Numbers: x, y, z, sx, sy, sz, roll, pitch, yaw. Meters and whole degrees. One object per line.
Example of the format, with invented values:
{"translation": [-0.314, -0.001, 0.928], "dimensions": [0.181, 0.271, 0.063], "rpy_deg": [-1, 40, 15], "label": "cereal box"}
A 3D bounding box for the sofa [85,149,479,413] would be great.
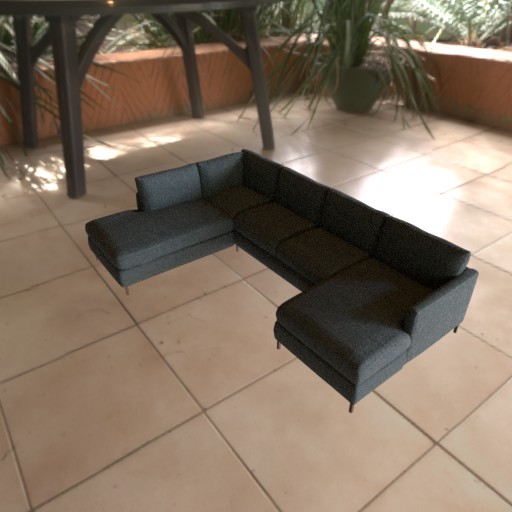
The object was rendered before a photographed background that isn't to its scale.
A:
{"translation": [0.000, 0.000, 3.586], "dimensions": [1.879, 0.753, 2.737], "rpy_deg": [-23, 39, -31], "label": "sofa"}
